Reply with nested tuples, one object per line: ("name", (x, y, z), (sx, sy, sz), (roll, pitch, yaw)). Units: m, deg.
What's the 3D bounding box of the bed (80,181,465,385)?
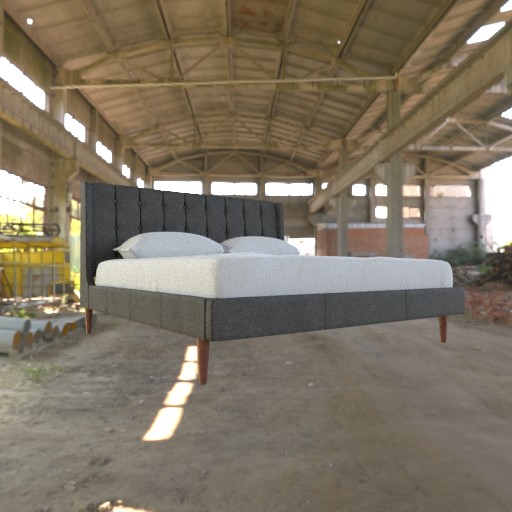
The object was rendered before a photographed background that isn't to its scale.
("bed", (0.000, 0.000, 2.537), (1.531, 0.933, 1.638), (1, -2, -36))
